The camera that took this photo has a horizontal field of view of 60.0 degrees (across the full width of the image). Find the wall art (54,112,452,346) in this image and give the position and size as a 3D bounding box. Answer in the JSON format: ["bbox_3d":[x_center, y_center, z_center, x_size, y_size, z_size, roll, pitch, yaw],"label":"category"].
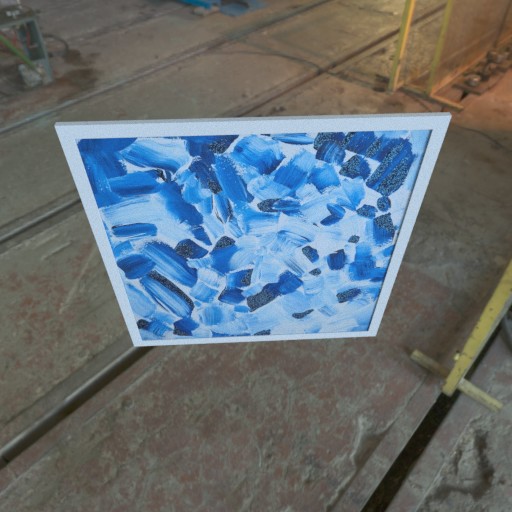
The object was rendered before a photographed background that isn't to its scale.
[{"bbox_3d":[0.000,0.000,1.203,0.812,0.812,0.015,-2,46,-2],"label":"wall art"}]
